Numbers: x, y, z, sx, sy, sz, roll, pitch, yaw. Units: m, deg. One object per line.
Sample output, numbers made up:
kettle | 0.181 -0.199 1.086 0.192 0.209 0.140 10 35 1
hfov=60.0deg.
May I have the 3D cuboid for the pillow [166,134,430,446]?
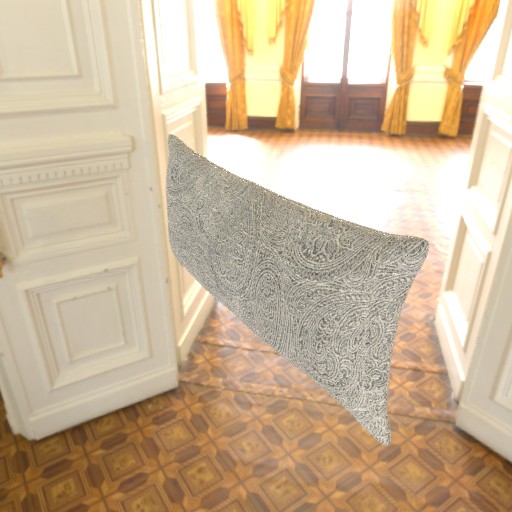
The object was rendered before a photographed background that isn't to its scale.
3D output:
pillow | 0.000 0.000 0.734 0.151 0.295 0.615 -17 32 -30
